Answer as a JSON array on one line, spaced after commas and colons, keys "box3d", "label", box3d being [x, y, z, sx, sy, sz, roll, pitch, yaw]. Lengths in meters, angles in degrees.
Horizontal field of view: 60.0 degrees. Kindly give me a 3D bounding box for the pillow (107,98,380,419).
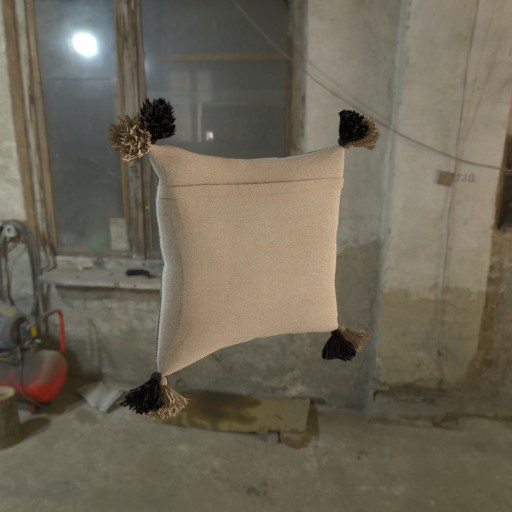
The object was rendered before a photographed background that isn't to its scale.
[{"box3d": [0.000, 0.000, 1.003, 0.654, 0.659, 0.170, -7, 16, -27], "label": "pillow"}]
